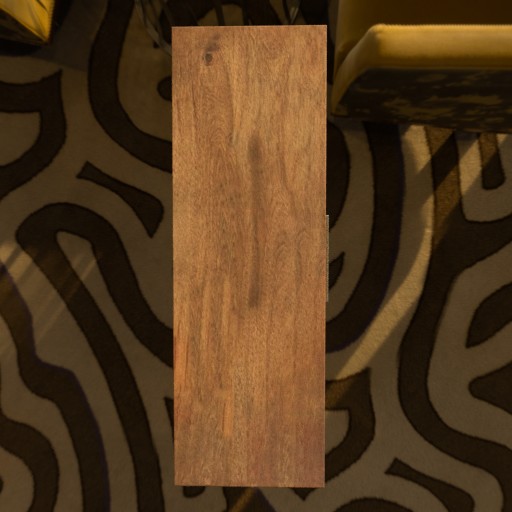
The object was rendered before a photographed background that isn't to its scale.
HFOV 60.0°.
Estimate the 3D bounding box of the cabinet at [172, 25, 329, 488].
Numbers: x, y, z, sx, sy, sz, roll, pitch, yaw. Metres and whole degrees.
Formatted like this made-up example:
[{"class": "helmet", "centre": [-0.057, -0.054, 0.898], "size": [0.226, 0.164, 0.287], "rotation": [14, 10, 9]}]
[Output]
[{"class": "cabinet", "centre": [0.000, 0.000, 1.726], "size": [0.480, 0.812, 1.373], "rotation": [0, 92, 1]}]
